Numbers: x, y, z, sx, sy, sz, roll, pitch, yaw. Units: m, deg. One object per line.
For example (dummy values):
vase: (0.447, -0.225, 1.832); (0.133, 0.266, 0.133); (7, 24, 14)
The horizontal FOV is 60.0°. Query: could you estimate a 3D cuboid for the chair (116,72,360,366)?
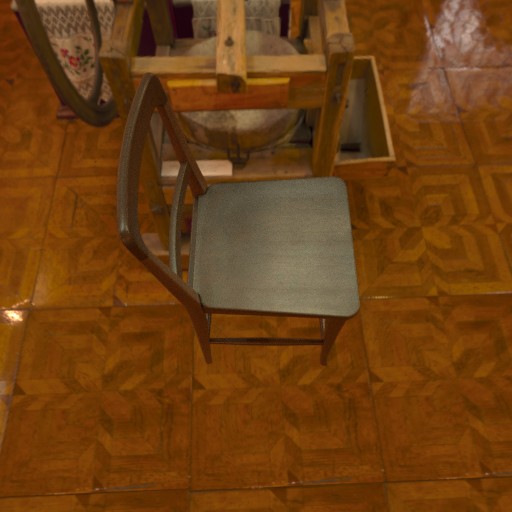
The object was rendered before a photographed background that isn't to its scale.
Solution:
chair: (0.000, 0.000, 1.325); (0.546, 0.991, 0.450); (0, 63, 0)
